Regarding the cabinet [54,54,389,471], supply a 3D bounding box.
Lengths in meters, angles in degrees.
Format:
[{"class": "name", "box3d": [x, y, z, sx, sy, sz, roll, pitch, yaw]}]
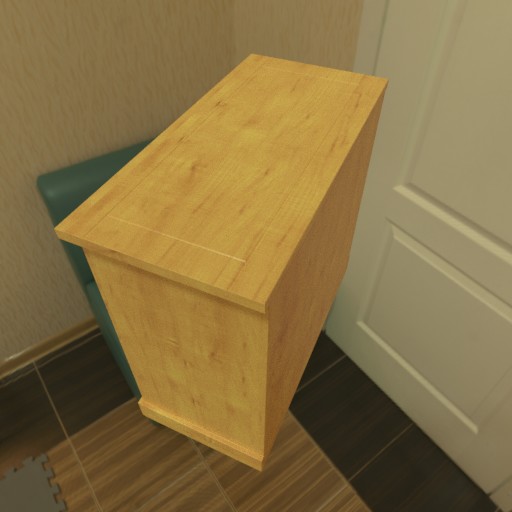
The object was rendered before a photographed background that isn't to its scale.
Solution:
[{"class": "cabinet", "box3d": [0.000, 0.000, 1.394, 0.450, 0.840, 0.920, 18, 49, 17]}]
